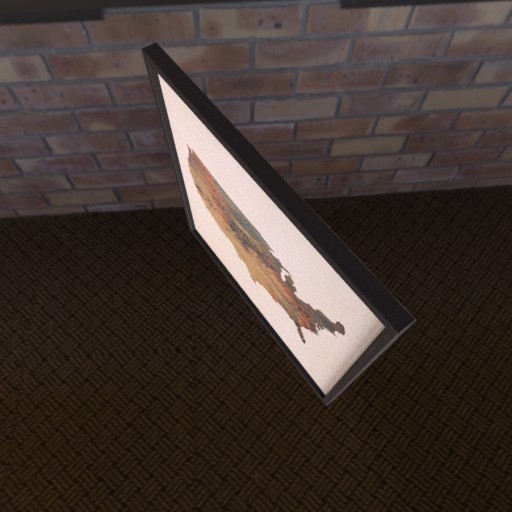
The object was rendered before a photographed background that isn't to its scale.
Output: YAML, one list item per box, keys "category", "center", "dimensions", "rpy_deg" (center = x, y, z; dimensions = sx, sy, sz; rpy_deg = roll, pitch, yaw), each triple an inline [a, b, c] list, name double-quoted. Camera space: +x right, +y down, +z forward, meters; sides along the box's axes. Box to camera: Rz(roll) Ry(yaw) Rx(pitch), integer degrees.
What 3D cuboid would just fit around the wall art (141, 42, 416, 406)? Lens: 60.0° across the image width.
- category: "wall art"
  center: [0.000, 0.000, 0.454]
  dimensions: [0.015, 0.303, 0.304]
  rpy_deg: [-33, 68, -15]
